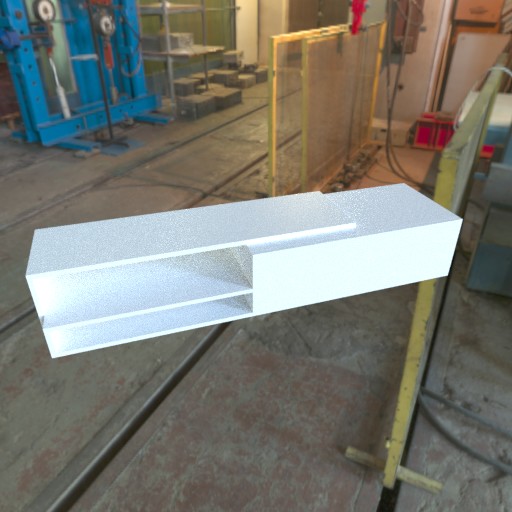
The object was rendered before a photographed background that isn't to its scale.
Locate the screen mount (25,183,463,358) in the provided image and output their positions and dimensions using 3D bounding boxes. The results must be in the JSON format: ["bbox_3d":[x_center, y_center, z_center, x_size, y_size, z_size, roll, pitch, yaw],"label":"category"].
[{"bbox_3d":[0.000,0.000,1.868,1.680,0.320,0.420,-10,33,-16],"label":"screen mount"}]
